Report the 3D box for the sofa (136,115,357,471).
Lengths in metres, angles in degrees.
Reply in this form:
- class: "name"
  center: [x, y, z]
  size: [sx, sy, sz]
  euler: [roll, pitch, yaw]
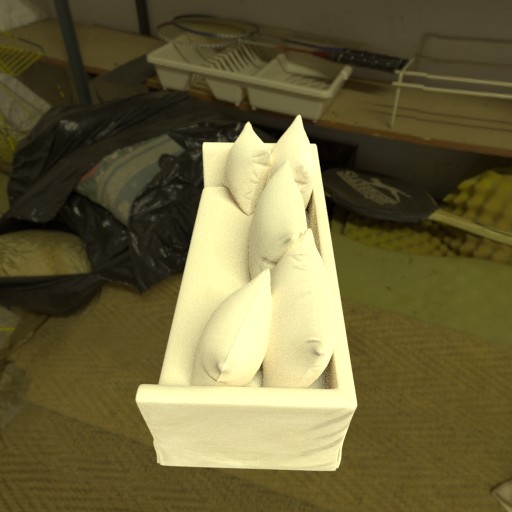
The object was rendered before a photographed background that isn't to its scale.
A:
- class: "sofa"
  center: [0.000, 0.000, 3.007]
  size: [1.030, 1.042, 2.484]
  euler: [1, 41, 1]
